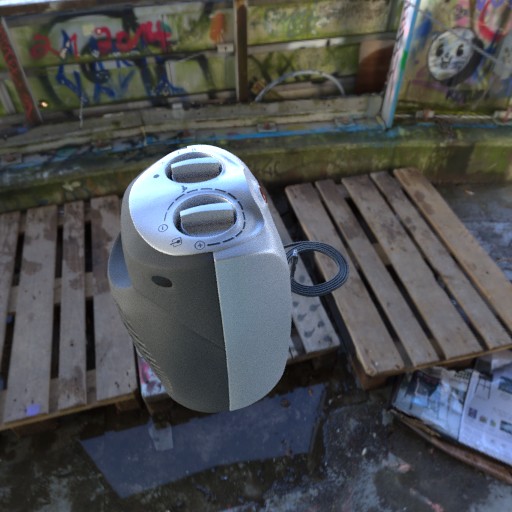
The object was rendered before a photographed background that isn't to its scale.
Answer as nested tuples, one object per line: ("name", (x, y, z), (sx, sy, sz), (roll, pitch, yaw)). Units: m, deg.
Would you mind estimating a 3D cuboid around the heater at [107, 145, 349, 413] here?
("heater", (0.000, 0.000, 0.458), (0.291, 0.240, 0.239), (-10, 47, -9))
